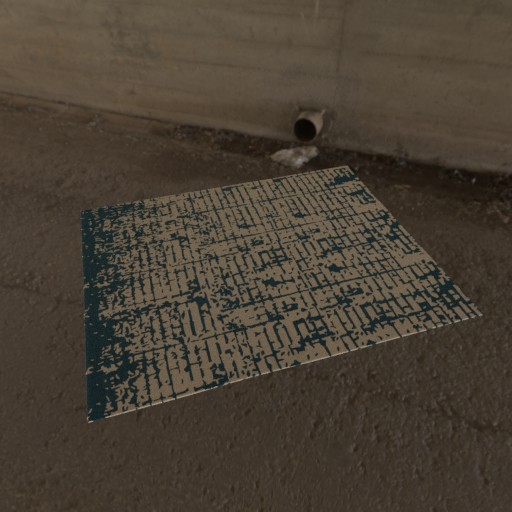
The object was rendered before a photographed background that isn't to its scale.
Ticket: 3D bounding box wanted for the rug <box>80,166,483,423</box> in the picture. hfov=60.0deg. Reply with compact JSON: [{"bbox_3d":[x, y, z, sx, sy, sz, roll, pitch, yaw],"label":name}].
[{"bbox_3d":[0.000,0.000,4.027,3.017,0.014,2.416,-12,43,-13],"label":"rug"}]
